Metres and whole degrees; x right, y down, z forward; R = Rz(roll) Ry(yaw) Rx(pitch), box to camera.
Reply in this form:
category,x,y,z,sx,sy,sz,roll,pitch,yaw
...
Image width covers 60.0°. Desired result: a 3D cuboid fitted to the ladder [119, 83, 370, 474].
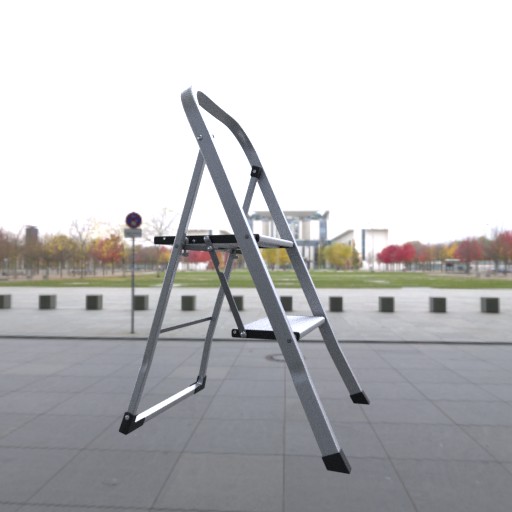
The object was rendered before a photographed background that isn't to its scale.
category,x,y,z,sx,sy,sz,roll,pitch,yaw
ladder,0.000,0.000,1.142,0.530,0.830,0.465,0,-1,19
